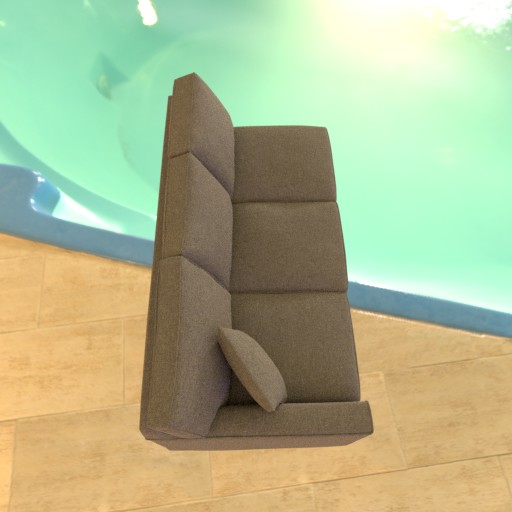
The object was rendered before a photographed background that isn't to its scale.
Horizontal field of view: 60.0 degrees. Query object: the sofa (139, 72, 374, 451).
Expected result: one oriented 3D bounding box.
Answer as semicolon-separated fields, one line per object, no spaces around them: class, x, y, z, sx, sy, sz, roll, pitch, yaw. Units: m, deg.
sofa;0.000;0.000;2.518;1.034;0.946;1.963;-1;62;-1
